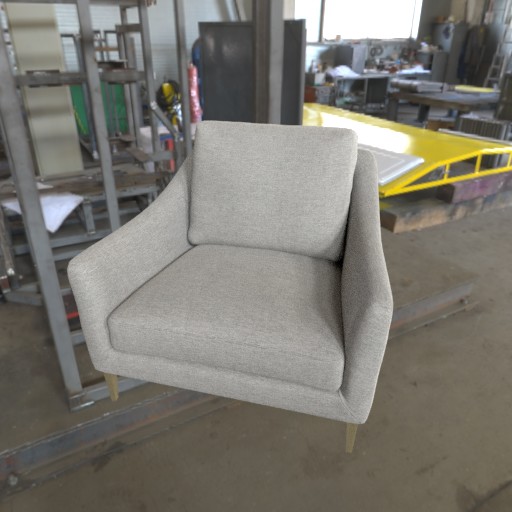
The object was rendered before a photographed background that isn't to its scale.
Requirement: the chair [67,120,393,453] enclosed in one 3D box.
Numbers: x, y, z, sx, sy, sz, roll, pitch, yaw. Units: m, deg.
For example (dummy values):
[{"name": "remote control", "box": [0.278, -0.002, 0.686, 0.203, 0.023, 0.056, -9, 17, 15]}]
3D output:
[{"name": "chair", "box": [0.000, 0.000, 1.712, 0.986, 0.902, 0.961, 7, 28, 14]}]
